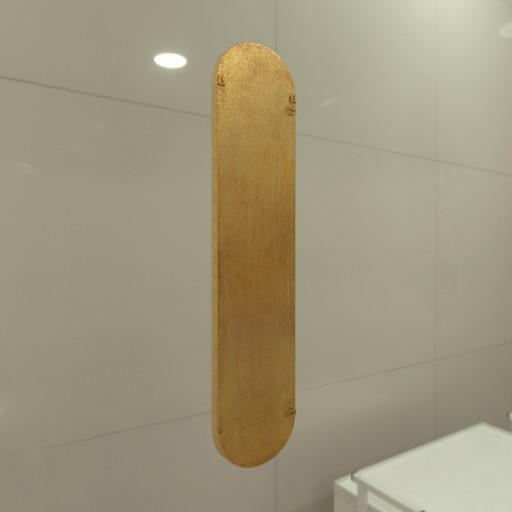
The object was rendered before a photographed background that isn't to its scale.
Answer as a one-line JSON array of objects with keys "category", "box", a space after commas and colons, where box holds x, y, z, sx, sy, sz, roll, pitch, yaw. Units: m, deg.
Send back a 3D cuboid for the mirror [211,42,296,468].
[{"category": "mirror", "box": [0.000, 0.000, 1.049, 0.222, 0.991, 0.032, 0, 1, -34]}]
